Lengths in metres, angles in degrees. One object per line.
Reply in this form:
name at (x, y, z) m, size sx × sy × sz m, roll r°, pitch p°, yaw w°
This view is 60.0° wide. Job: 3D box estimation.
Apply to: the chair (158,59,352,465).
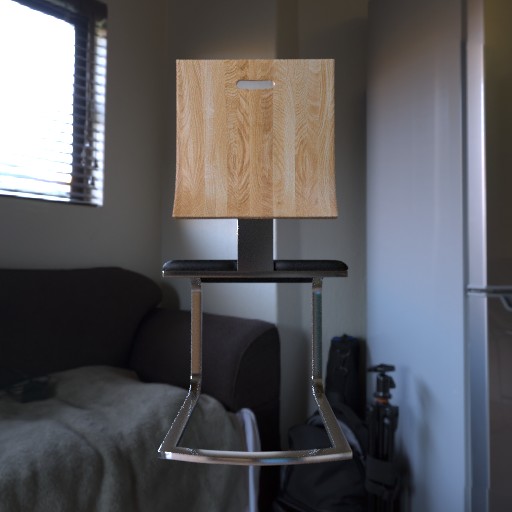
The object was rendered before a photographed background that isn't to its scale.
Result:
chair at (0.000, 0.000, 1.267) m, size 0.462 × 0.936 × 0.560 m, roll 0°, pitch -1°, yaw 1°
